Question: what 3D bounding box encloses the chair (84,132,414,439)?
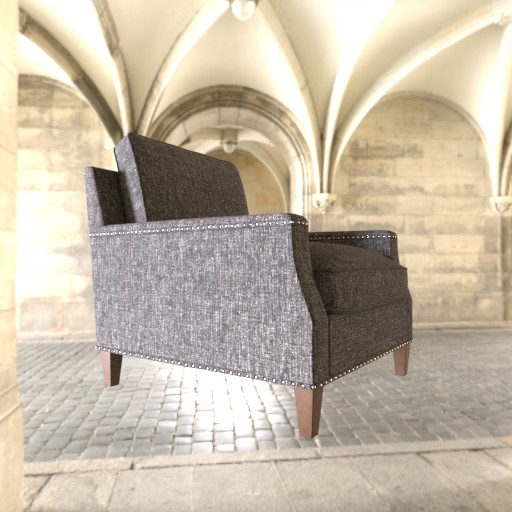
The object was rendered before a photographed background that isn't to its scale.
[{"bbox_3d":[0.000,0.000,1.718,1.014,0.943,0.853,-1,-1,35],"label":"chair"}]
